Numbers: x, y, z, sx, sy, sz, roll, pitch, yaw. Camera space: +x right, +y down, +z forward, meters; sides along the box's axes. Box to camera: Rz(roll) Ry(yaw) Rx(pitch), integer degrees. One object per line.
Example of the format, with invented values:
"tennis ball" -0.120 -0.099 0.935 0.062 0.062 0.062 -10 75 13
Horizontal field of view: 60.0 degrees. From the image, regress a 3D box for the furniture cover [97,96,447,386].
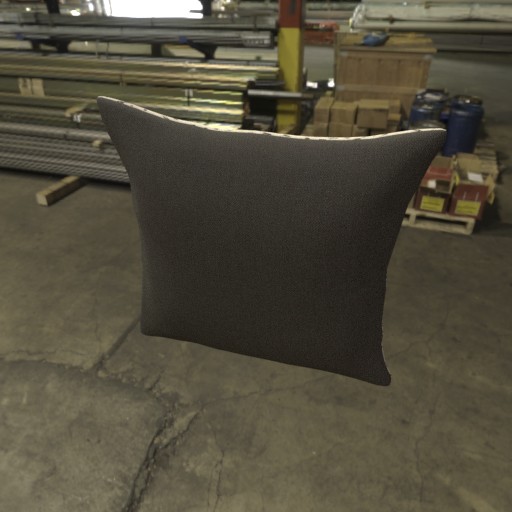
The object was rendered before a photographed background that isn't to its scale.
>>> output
"furniture cover" 0.000 0.000 0.765 0.525 0.498 0.180 9 34 14
